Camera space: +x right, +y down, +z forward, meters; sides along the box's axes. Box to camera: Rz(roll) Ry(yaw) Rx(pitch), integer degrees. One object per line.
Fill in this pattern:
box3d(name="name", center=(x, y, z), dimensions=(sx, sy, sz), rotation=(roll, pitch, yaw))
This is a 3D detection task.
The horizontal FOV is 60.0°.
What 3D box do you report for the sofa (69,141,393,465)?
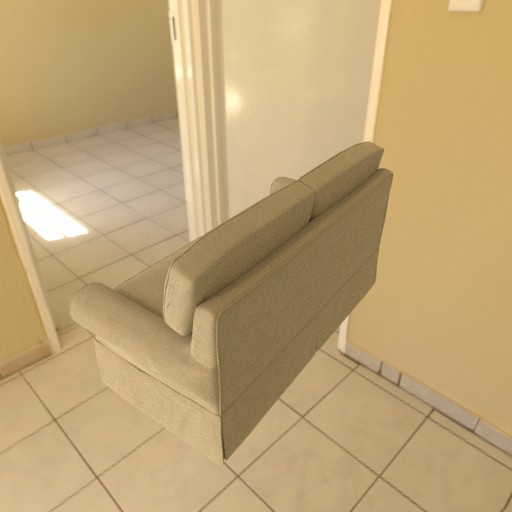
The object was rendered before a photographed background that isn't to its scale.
box3d(name="sofa", center=(0.000, 0.000, 2.434), dimensions=(0.841, 1.024, 1.823), rotation=(21, 38, 30))
